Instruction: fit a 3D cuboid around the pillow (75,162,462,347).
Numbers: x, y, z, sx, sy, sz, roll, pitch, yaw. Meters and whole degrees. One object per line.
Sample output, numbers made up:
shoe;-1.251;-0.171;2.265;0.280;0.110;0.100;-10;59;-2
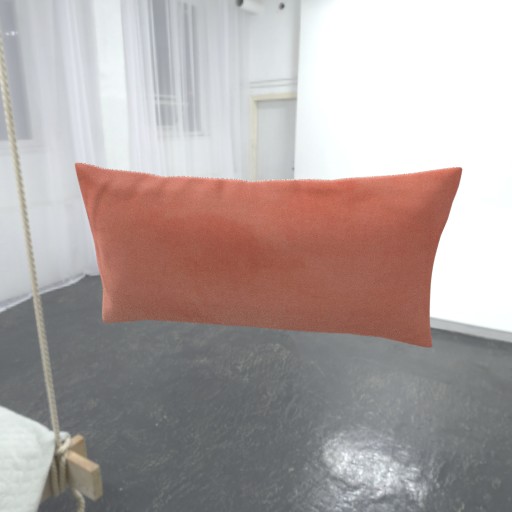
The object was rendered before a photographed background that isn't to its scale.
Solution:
pillow;0.000;0.000;0.748;0.608;0.307;0.155;3;16;10
